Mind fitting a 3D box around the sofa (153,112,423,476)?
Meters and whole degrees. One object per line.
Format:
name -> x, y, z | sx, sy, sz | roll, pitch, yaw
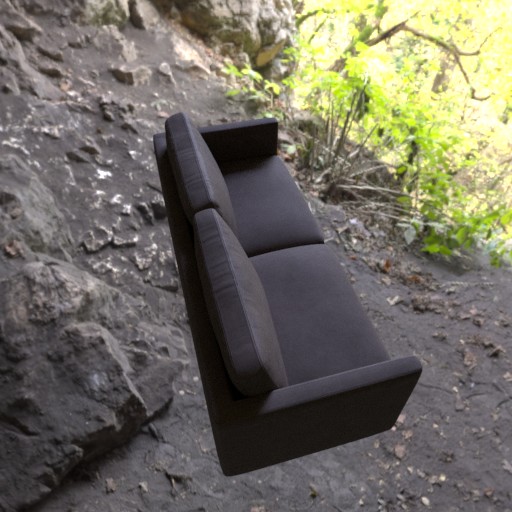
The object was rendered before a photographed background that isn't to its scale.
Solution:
sofa -> 0.000, 0.000, 2.722 | 0.951, 0.965, 2.208 | -11, 48, -11
